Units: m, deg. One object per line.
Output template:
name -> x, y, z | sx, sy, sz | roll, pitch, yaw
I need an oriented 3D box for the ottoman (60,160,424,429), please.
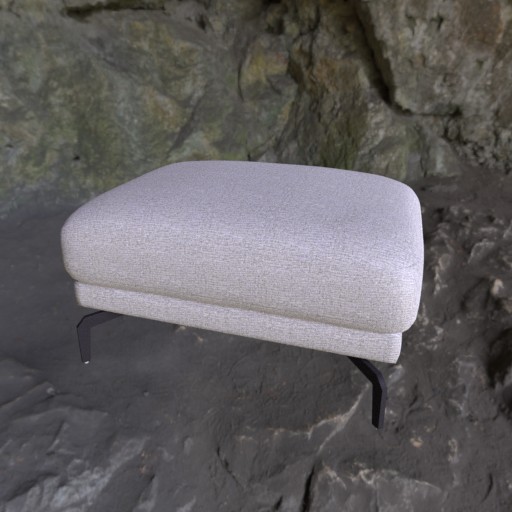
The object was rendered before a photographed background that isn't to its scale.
ottoman -> 0.000, 0.000, 1.126 | 0.772, 0.420, 0.568 | 8, 26, 16
